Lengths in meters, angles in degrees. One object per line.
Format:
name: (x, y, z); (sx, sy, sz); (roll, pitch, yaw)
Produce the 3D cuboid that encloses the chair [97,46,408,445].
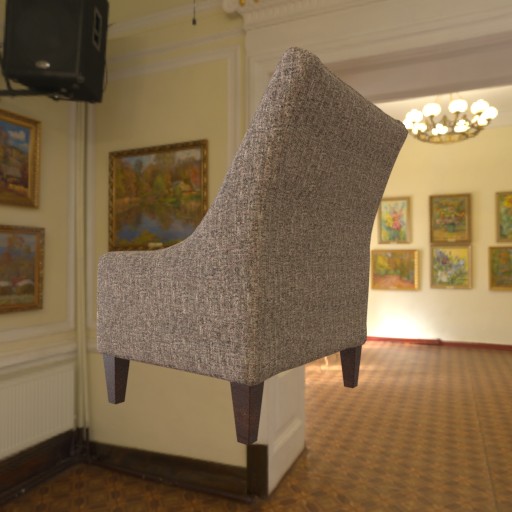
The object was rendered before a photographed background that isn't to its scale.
chair: (0.000, 0.000, 1.598); (0.870, 1.014, 0.774); (-1, -1, 36)
